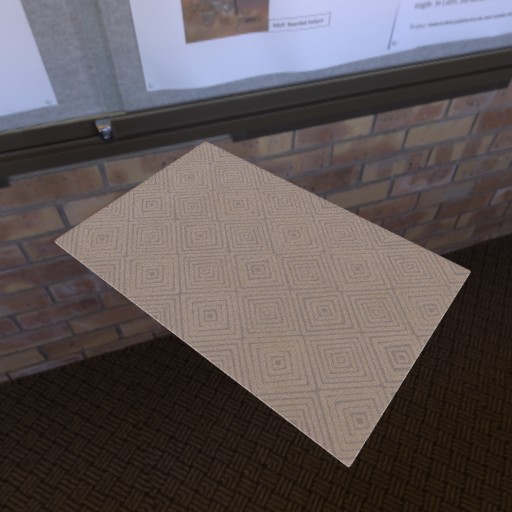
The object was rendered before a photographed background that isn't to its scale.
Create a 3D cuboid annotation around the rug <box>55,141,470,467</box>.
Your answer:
[{"bbox_3d":[0.000,0.000,2.218,1.753,0.008,1.143,31,55,25],"label":"rug"}]
